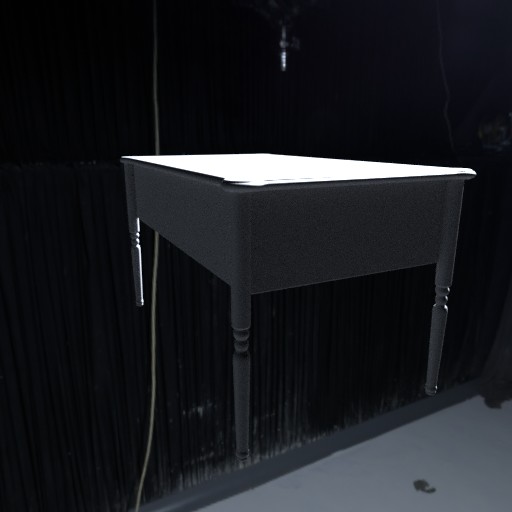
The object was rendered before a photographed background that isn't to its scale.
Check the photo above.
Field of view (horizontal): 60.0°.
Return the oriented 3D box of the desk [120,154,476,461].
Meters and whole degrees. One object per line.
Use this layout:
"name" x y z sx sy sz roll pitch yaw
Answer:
"desk" 0.000 0.000 1.825 0.807 0.762 1.380 -7 17 -26
